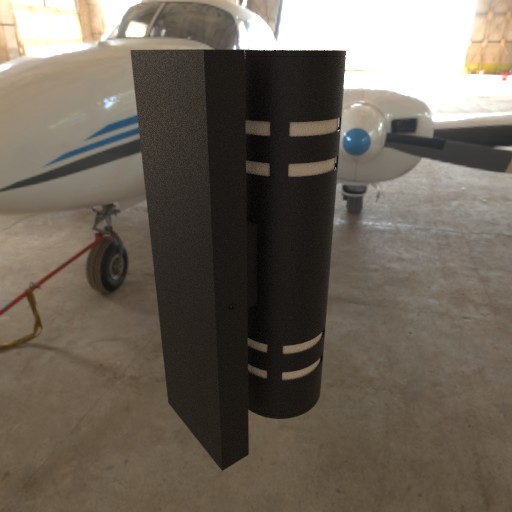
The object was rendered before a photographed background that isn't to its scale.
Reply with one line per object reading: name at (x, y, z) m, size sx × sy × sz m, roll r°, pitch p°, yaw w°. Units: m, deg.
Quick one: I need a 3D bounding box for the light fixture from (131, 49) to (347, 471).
light fixture at (0.000, 0.000, 0.392) m, size 0.149 × 0.330 × 0.105 m, roll -17°, pitch 30°, yaw -33°
